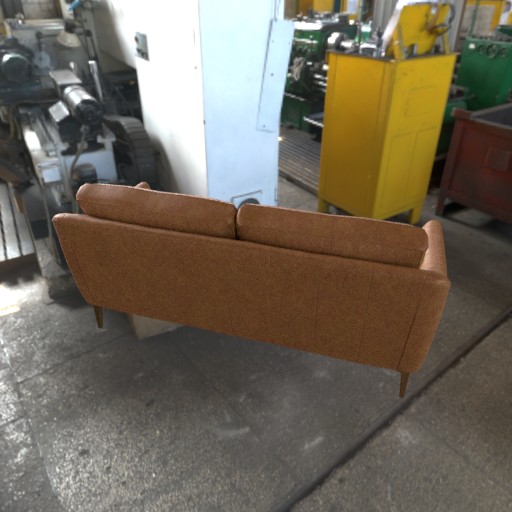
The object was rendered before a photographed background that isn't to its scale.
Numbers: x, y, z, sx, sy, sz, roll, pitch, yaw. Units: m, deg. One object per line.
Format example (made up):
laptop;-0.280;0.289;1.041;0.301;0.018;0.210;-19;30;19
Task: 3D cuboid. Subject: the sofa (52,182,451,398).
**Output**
sofa;0.000;0.000;2.578;2.036;0.945;0.981;9;33;15
